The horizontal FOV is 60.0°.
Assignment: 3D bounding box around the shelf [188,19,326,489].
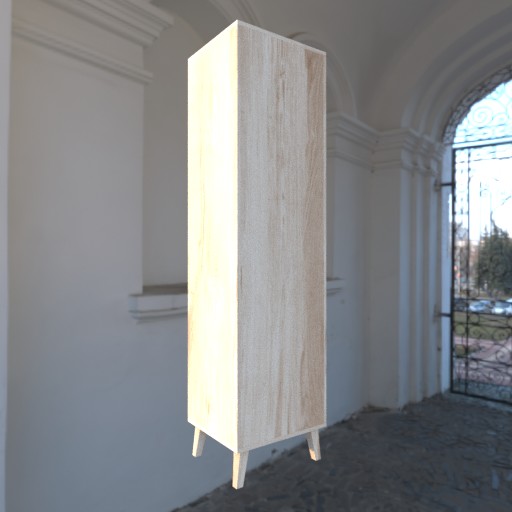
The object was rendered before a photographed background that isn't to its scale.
[{"bbox_3d":[0.000,0.000,2.166,0.510,1.960,0.450,0,0,-35],"label":"shelf"}]
